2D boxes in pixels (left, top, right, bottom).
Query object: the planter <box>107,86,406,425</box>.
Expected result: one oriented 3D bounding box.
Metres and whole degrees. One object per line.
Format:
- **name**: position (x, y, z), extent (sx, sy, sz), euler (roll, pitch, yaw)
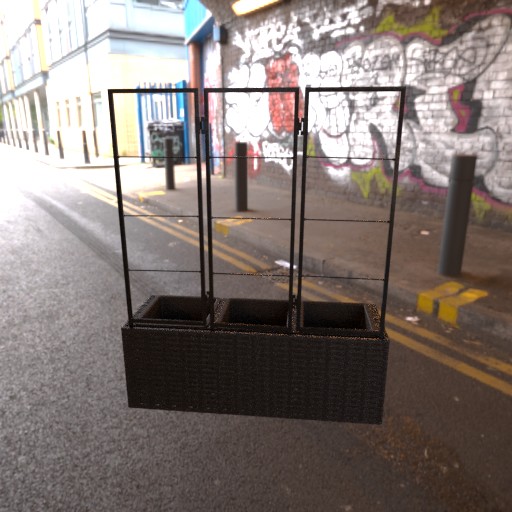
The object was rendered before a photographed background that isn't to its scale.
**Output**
- **planter**: position (0.000, 0.000, 1.203), extent (0.698, 0.841, 0.244), euler (2, 16, 6)
